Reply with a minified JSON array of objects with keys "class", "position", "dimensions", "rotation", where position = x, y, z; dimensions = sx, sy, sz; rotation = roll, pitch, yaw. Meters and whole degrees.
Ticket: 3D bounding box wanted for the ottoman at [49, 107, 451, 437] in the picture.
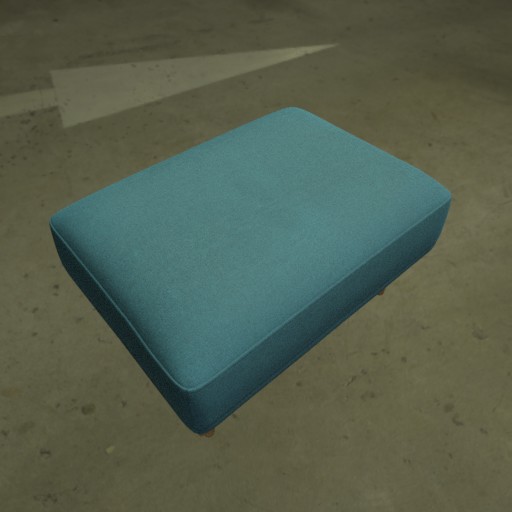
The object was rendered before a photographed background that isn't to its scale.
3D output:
[{"class":"ottoman","position":[0.000,0.000,1.074],"dimensions":[0.749,0.428,0.549],"rotation":[-32,55,-27]}]
